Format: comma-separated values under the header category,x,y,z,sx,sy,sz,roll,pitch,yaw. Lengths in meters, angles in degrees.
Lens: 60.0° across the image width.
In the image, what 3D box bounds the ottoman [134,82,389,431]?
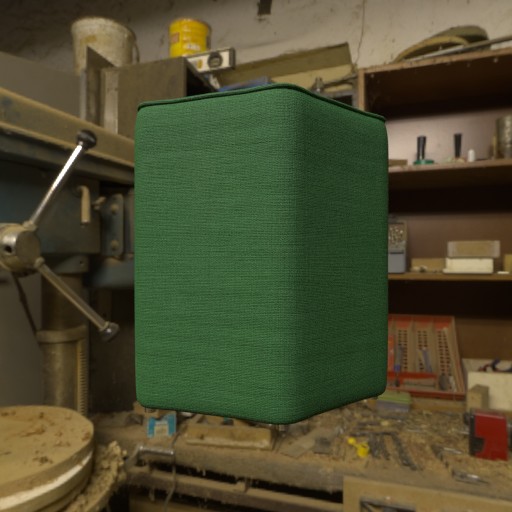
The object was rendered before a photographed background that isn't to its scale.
category,x,y,z,sx,sy,sz,roll,pitch,yaw
ottoman,0.000,0.000,0.866,0.499,0.507,0.444,0,-1,20
